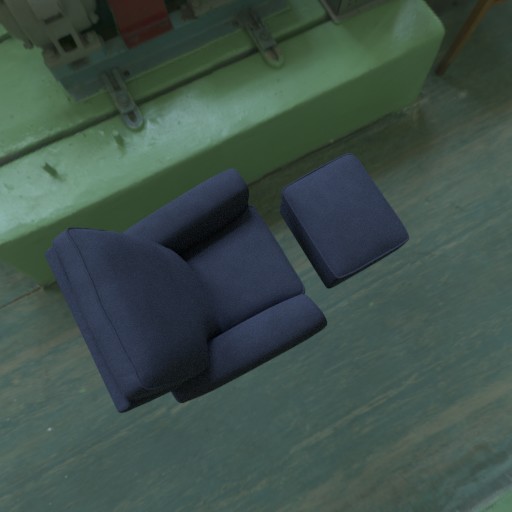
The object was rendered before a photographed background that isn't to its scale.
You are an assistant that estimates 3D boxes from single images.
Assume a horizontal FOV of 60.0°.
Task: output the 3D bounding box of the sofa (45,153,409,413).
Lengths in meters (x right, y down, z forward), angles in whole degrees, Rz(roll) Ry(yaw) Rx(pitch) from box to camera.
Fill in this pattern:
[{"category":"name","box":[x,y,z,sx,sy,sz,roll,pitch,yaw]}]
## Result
[{"category":"sofa","box":[0.000,0.000,2.039,1.478,0.959,0.880,-29,77,-7]}]
